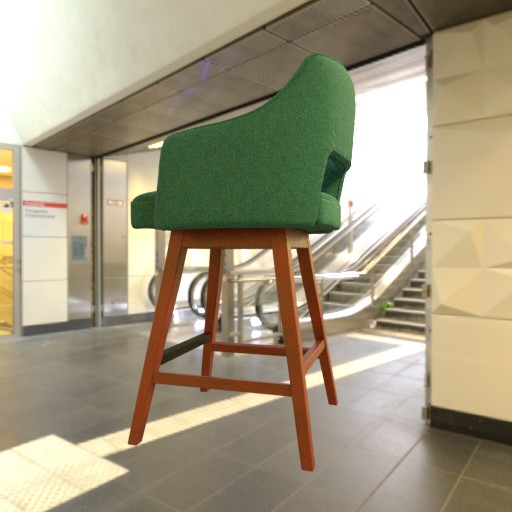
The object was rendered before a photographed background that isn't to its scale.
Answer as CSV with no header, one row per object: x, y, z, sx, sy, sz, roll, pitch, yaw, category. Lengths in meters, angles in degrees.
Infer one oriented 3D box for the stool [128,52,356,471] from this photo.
0.000,0.000,1.272,0.556,0.961,0.548,0,1,17,stool
